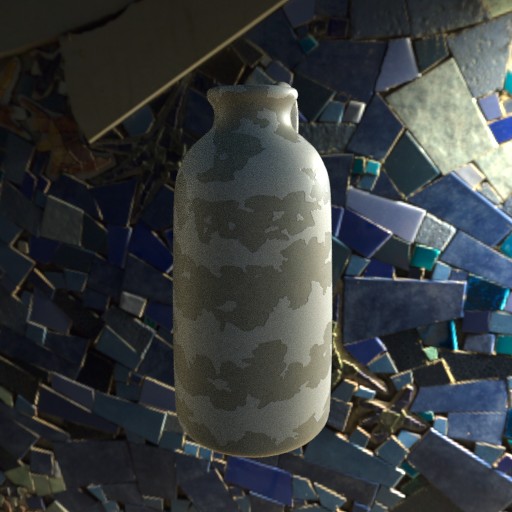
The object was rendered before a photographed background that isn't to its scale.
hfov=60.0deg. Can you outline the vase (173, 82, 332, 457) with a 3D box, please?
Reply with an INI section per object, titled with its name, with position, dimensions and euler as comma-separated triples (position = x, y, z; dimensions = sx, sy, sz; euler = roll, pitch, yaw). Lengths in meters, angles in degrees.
[vase]
position = 0.000, 0.000, 0.502
dimensions = 0.186, 0.382, 0.203
euler = 8, 17, 27
